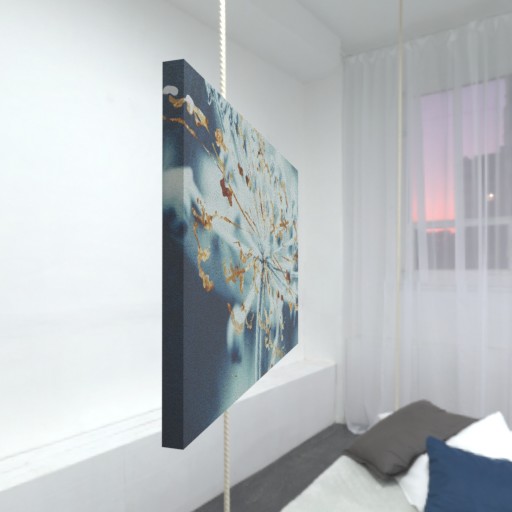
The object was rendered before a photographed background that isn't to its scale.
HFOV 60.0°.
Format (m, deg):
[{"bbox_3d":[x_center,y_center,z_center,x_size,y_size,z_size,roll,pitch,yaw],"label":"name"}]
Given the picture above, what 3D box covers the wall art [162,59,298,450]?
[{"bbox_3d":[0.000,0.000,1.131,0.038,0.608,0.912,0,0,17],"label":"wall art"}]
